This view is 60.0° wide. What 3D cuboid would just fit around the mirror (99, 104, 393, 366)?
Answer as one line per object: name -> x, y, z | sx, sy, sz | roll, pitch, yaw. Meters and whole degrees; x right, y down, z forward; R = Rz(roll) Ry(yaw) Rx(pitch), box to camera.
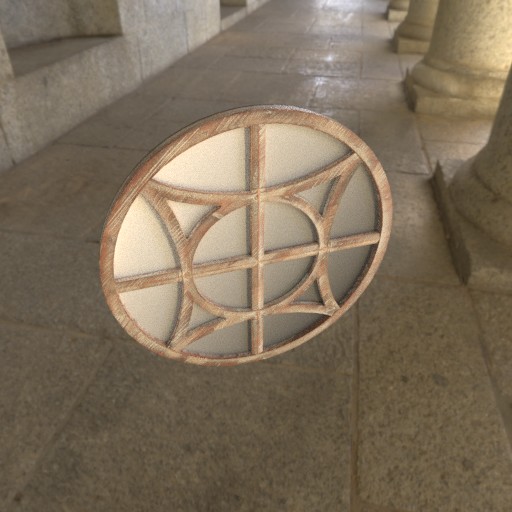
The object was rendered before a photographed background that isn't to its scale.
mirror -> 0.000, 0.000, 1.065 | 0.710, 0.710, 0.038 | -11, 37, -14
